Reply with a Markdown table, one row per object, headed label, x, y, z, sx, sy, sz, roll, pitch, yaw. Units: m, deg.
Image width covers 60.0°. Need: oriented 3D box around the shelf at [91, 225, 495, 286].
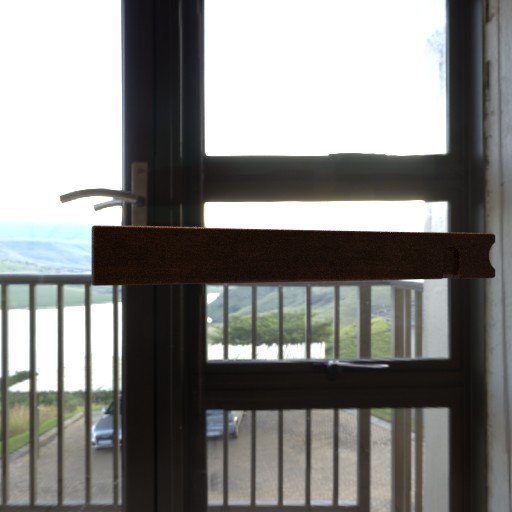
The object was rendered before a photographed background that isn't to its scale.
| label | x | y | z | sx | sy | sz | roll | pitch | yaw |
| --- | --- | --- | --- | --- | --- | --- | --- | --- | --- |
| shelf | 0.000 | 0.000 | 0.440 | 0.296 | 0.035 | 0.296 | 0 | 0 | -18 |
